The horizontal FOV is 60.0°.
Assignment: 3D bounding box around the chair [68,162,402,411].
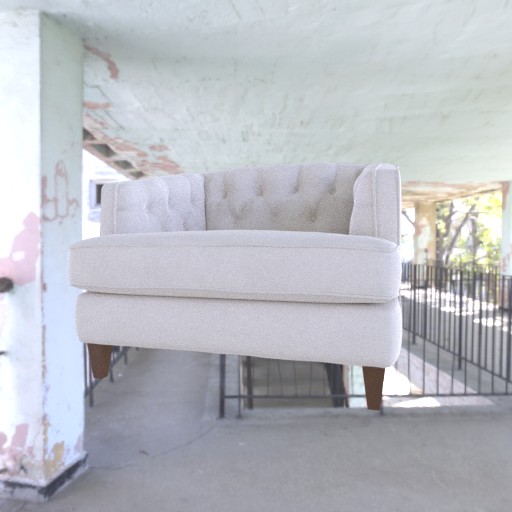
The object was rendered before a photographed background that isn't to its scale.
[{"bbox_3d":[0.000,0.000,1.756,1.104,0.852,0.941,1,2,18],"label":"chair"}]
